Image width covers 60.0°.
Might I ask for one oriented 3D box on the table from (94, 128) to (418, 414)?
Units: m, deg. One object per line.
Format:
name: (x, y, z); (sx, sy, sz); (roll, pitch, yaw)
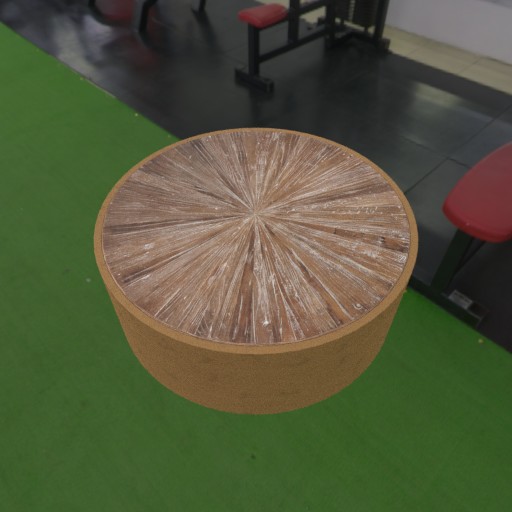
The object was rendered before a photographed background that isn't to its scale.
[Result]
table: (0.000, 0.000, 1.554); (1.001, 0.409, 1.001); (0, 48, 0)
